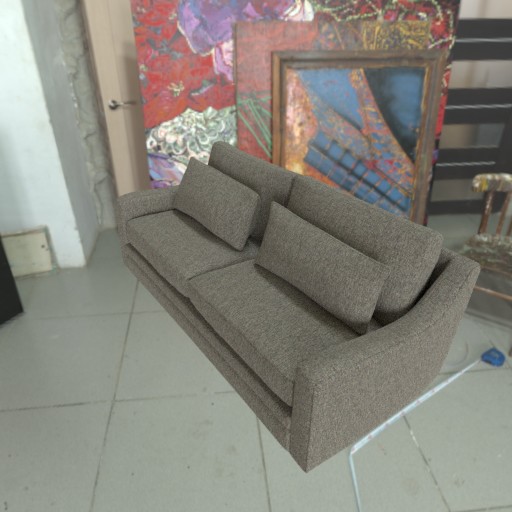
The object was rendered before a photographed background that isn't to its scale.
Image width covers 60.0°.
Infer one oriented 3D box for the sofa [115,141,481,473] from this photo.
[{"bbox_3d":[0.000,0.000,2.964,1.103,0.998,2.418,-20,37,-30],"label":"sofa"}]
